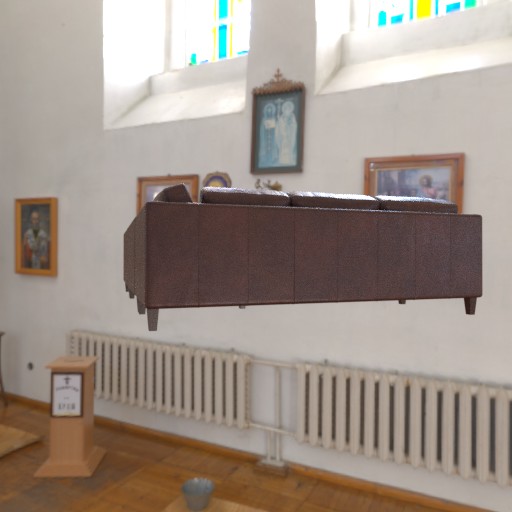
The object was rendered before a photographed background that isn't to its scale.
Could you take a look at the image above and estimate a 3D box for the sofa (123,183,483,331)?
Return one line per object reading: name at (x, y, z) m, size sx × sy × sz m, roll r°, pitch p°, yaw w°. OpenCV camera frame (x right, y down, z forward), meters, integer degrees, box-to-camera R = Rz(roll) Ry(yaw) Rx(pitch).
sofa at (0.000, 0.000, 4.472) m, size 2.452 × 0.891 × 3.324 m, roll 0°, pitch 0°, yaw -19°
